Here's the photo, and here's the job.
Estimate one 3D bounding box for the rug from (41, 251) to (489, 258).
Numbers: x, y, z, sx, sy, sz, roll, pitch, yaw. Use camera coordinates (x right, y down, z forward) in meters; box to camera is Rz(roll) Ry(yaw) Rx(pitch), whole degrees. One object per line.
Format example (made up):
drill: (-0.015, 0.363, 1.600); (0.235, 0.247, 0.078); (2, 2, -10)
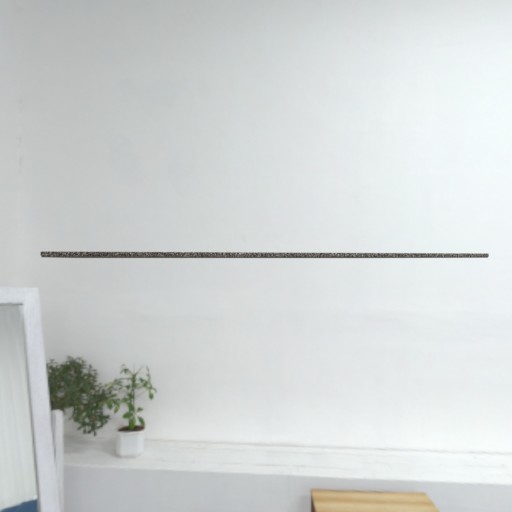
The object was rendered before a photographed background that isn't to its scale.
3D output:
rug: (0.000, 0.000, 2.905); (2.352, 0.025, 1.501); (0, 0, -17)
